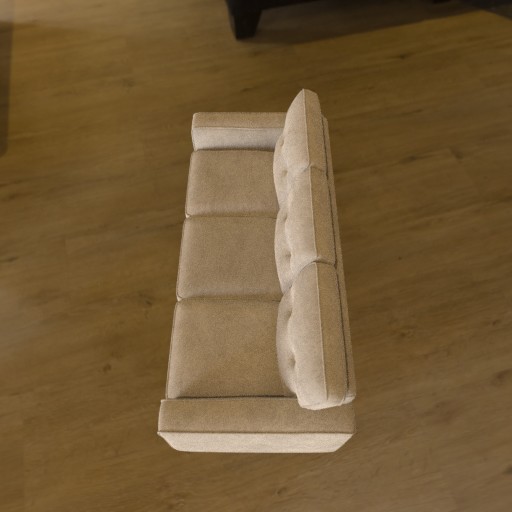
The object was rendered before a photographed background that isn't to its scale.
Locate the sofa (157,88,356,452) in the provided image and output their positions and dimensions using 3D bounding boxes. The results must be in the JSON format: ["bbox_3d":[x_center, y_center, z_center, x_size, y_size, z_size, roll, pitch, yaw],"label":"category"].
[{"bbox_3d":[0.000,0.000,2.705,0.939,0.965,2.133,0,59,0],"label":"sofa"}]
